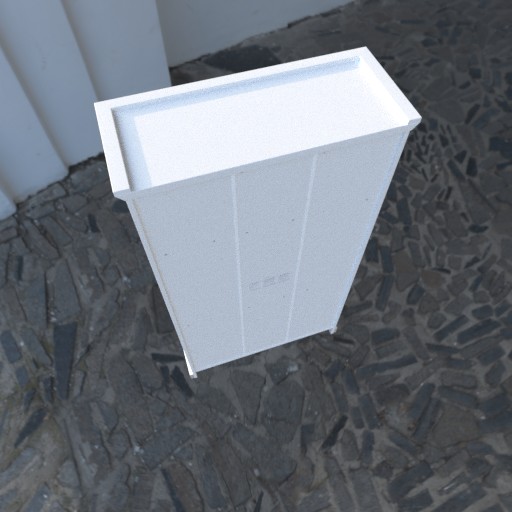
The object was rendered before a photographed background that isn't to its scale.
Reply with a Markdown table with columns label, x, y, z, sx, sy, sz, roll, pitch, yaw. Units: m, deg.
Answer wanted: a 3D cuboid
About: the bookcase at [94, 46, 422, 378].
| label | x | y | z | sx | sy | sz | roll | pitch | yaw |
| --- | --- | --- | --- | --- | --- | --- | --- | --- | --- |
| bookcase | 0.000 | 0.000 | 2.322 | 1.050 | 1.880 | 0.432 | -16 | 59 | -10 |
